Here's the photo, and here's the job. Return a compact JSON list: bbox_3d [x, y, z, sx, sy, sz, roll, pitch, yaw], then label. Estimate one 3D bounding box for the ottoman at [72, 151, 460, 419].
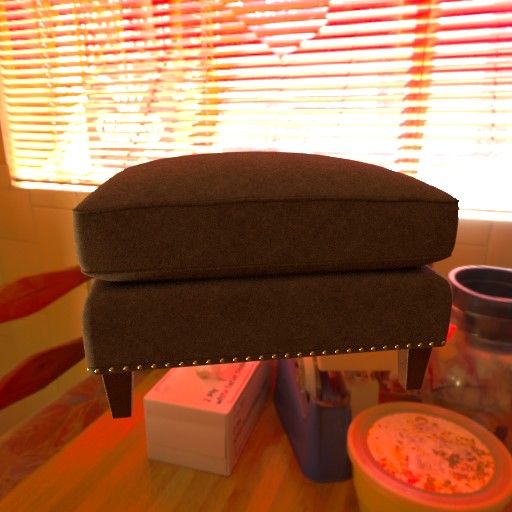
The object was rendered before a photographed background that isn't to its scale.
[{"bbox_3d":[0.000,0.000,1.122,0.741,0.513,0.584,-3,16,-9],"label":"ottoman"}]
